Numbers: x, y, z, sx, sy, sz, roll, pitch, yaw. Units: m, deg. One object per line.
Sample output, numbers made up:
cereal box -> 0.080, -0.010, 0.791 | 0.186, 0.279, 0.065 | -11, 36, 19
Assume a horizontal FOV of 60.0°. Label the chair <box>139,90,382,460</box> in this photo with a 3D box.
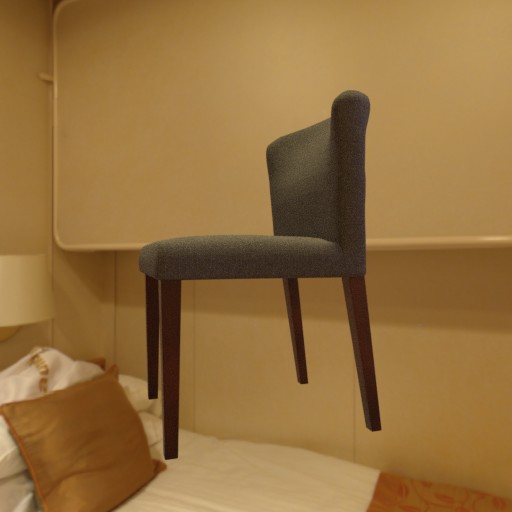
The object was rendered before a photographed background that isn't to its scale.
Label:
chair -> 0.000, 0.000, 1.198 | 0.589, 0.839, 0.491 | 0, 0, -18
